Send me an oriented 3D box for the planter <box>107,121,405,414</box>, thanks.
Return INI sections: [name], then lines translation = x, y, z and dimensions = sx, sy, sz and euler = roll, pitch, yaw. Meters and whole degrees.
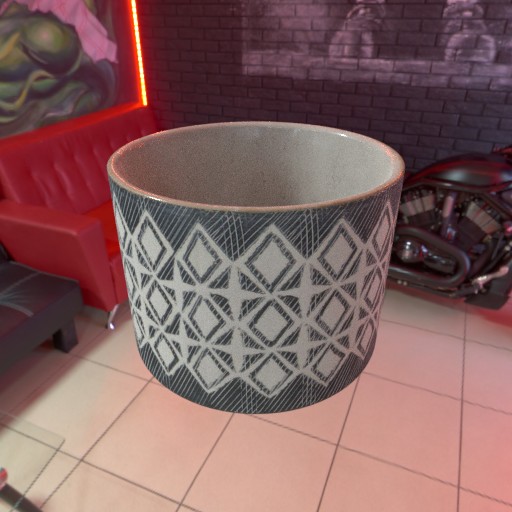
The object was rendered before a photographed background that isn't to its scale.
[planter]
translation = 0.000, 0.000, 0.221
dimensions = 0.126, 0.104, 0.126
euler = 0, 29, 0
